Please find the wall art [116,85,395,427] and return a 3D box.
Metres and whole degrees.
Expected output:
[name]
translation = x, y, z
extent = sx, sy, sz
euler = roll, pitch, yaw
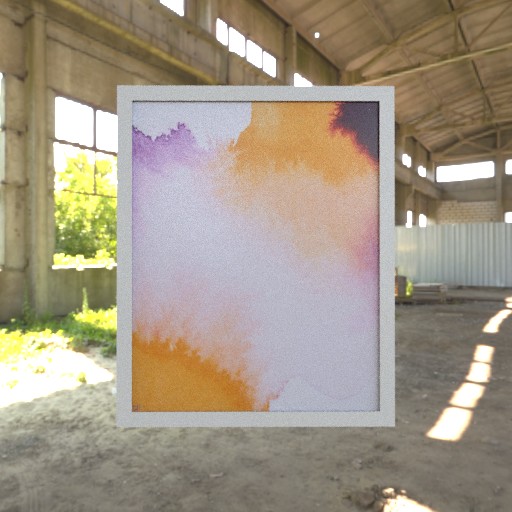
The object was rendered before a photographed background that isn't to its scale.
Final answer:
[wall art]
translation = 0.000, 0.000, 1.067
extent = 0.661, 0.811, 0.026
euler = 0, 0, 0
